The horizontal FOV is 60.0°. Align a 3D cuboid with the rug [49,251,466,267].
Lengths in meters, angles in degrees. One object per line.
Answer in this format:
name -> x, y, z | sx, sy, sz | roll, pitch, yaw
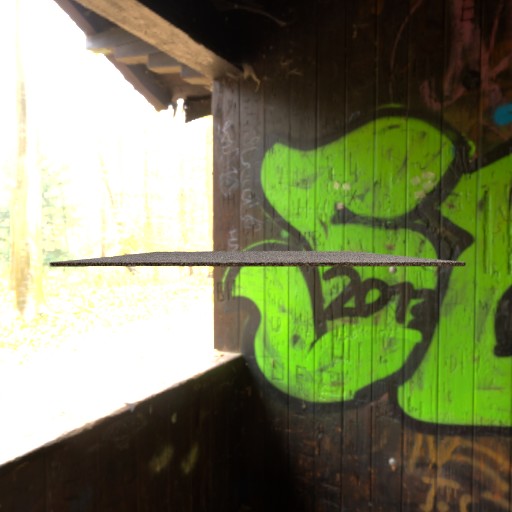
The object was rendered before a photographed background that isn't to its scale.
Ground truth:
rug -> 0.000, 0.000, 4.039 | 2.401, 0.025, 3.000 | 0, 2, -1
